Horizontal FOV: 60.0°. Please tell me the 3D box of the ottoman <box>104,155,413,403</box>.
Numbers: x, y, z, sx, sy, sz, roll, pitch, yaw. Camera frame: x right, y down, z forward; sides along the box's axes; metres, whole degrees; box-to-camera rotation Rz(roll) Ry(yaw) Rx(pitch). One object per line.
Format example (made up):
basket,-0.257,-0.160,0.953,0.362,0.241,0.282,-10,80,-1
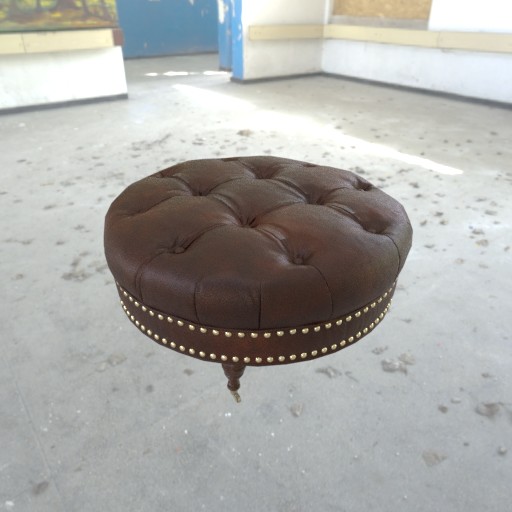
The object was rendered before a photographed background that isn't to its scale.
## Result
ottoman,0.000,0.000,1.385,0.901,0.455,0.901,0,30,0
